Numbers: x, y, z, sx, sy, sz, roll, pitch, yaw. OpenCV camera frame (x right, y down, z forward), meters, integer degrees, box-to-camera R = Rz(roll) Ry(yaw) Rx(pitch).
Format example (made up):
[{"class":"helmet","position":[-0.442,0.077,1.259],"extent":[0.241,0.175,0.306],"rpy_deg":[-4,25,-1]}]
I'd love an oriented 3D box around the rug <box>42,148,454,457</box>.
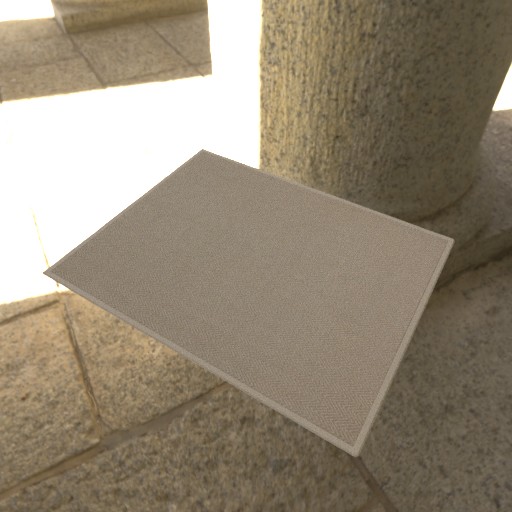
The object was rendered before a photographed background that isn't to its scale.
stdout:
[{"class":"rug","position":[0.000,0.000,4.142],"extent":[3.051,0.020,2.407],"rpy_deg":[24,51,22]}]
